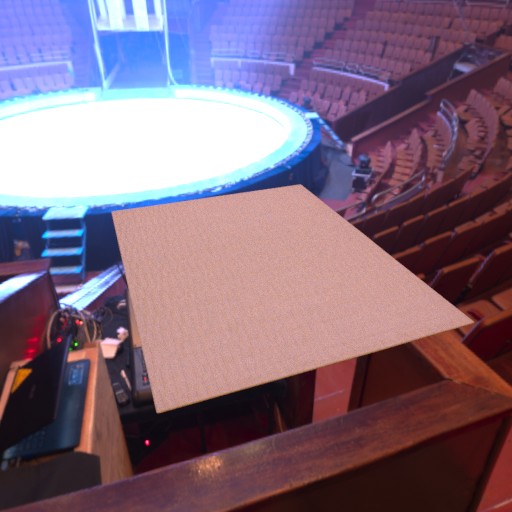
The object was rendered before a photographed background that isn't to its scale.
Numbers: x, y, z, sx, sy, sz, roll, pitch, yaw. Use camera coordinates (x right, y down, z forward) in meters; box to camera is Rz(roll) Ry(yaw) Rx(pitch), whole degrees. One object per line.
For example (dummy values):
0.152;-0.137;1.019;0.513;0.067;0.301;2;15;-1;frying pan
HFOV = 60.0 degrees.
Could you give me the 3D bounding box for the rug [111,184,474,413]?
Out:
0.000;0.000;4.236;2.410;0.021;3.055;-11;32;-18;rug
